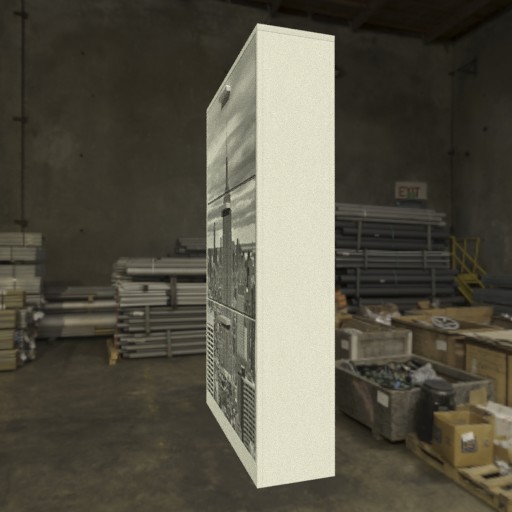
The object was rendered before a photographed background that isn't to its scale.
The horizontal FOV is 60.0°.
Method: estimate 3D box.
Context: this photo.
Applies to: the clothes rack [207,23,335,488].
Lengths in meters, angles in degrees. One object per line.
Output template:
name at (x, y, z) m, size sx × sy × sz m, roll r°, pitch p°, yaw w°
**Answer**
clothes rack at (0.000, 0.000, 1.611) m, size 0.250 × 1.280 × 0.750 m, roll 0°, pitch 0°, yaw -17°
